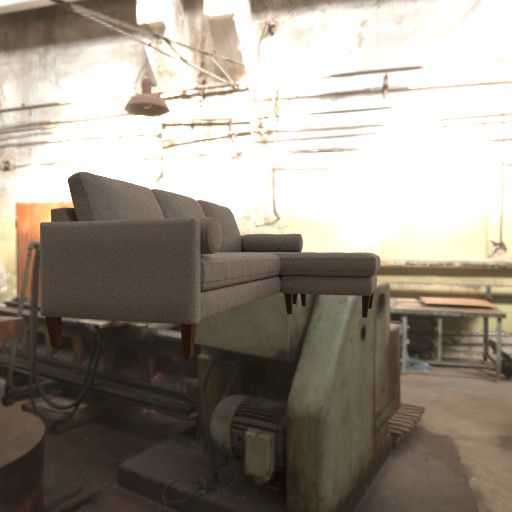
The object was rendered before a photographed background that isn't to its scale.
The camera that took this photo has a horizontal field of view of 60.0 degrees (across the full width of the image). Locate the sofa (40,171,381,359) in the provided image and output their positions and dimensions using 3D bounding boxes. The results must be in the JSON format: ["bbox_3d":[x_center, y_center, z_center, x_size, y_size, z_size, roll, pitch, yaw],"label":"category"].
[{"bbox_3d":[0.000,0.000,2.930,1.506,0.875,2.178,0,1,18],"label":"sofa"}]
